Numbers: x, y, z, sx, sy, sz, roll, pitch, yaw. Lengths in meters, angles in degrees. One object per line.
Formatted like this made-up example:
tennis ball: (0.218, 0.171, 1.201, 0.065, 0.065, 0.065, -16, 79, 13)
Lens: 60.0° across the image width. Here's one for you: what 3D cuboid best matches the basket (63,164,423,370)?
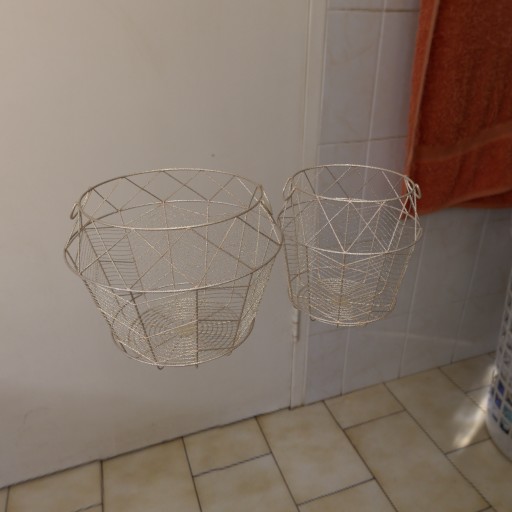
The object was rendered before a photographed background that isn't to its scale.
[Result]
basket: (0.000, 0.000, 1.026, 0.805, 0.343, 0.451, -8, 28, -16)
